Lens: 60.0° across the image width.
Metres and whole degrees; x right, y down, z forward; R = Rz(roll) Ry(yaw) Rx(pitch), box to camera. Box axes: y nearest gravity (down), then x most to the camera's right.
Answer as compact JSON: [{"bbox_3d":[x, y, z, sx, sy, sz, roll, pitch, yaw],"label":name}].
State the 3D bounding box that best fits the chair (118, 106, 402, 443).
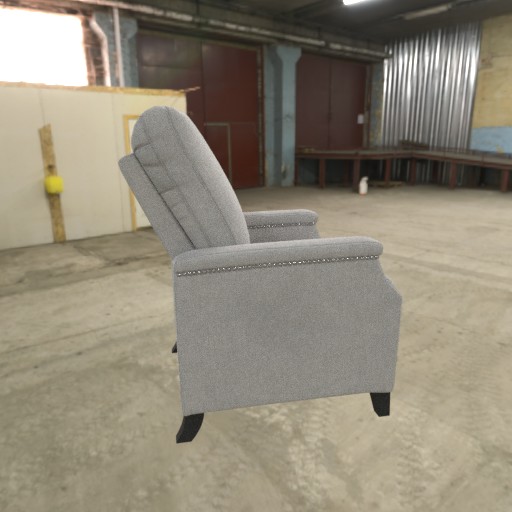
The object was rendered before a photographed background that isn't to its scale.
[{"bbox_3d":[0.000,0.000,1.693,0.922,1.049,0.710,-3,15,-11],"label":"chair"}]
